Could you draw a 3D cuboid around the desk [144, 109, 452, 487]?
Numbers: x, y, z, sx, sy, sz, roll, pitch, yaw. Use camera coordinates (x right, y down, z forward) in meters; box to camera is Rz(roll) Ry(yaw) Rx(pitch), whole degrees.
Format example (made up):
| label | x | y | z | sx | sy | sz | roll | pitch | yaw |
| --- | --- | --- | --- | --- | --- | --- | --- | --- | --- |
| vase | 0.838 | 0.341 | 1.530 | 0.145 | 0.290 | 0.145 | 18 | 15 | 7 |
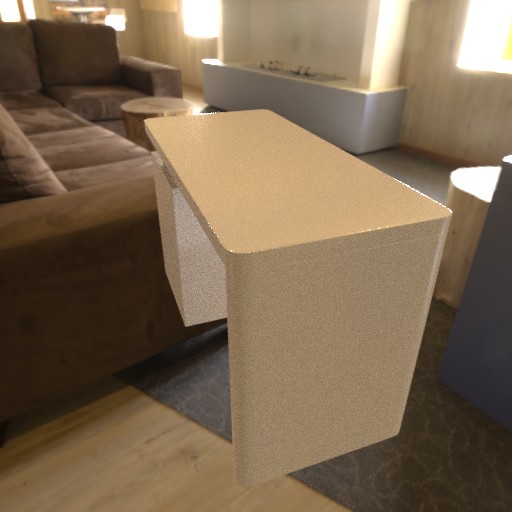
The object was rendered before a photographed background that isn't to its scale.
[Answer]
| label | x | y | z | sx | sy | sz | roll | pitch | yaw |
| --- | --- | --- | --- | --- | --- | --- | --- | --- | --- |
| desk | 0.000 | 0.000 | 1.604 | 0.550 | 0.760 | 1.200 | -10 | 32 | -17 |
